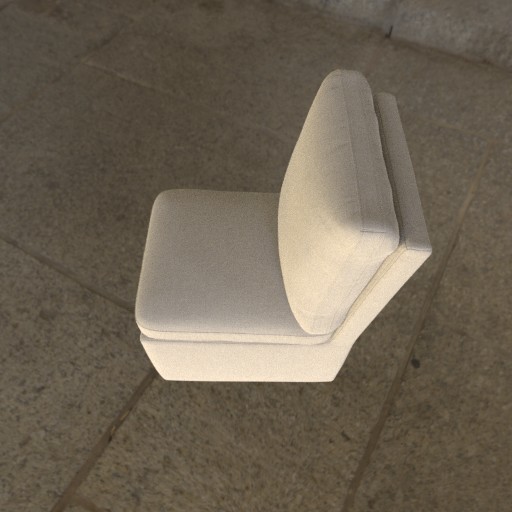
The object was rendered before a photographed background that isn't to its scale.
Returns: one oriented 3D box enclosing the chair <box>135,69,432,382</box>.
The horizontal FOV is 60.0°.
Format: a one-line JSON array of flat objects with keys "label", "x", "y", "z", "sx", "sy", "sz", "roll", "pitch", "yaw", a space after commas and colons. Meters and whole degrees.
[{"label": "chair", "x": 0.000, "y": 0.000, "z": 1.310, "sx": 0.698, "sy": 0.927, "sz": 0.503, "roll": 0, "pitch": 58, "yaw": 0}]
